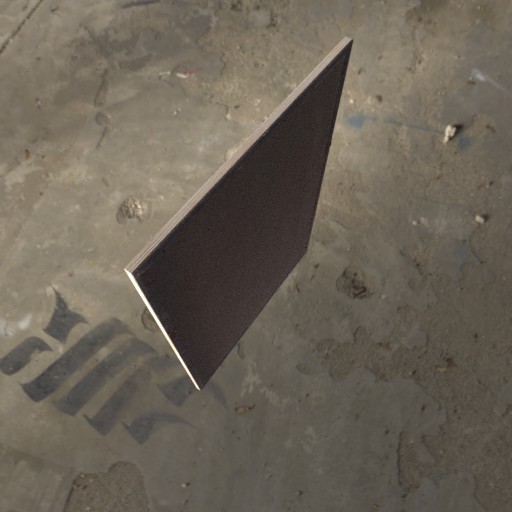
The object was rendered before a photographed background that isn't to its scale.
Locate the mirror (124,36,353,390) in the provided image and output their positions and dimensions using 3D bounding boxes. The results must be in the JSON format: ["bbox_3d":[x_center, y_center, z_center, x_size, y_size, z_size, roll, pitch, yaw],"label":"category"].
[{"bbox_3d":[0.000,0.000,1.289,0.025,0.996,0.705,33,67,16],"label":"mirror"}]
